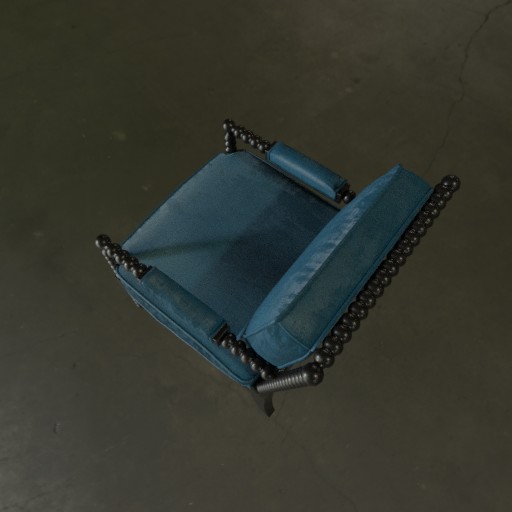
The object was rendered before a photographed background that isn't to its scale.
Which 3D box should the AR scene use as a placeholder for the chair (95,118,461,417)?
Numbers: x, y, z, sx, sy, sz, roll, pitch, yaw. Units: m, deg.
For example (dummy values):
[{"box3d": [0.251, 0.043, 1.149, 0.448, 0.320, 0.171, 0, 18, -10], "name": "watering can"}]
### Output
[{"box3d": [0.000, 0.000, 1.451, 0.805, 0.857, 0.688, 35, 68, 16], "name": "chair"}]
